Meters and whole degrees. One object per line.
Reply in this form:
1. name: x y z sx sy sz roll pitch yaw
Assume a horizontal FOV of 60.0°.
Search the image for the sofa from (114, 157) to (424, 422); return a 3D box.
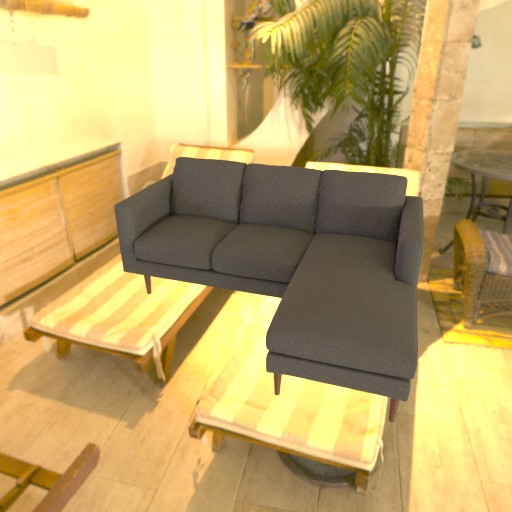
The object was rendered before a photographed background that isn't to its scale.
1. sofa: 0.000 0.000 2.914 2.031 0.897 1.591 8 27 16
